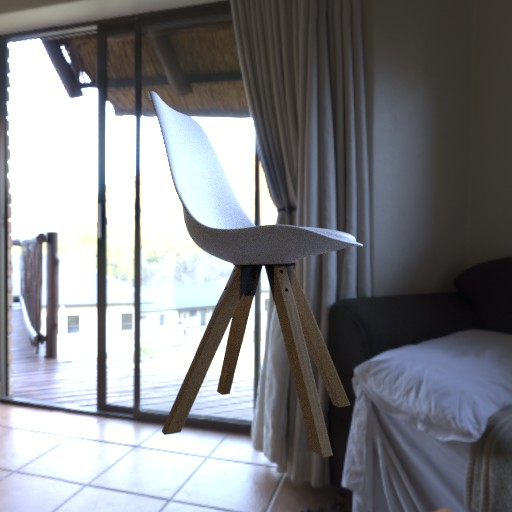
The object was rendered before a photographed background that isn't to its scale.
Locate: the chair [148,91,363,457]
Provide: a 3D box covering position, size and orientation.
[{"bbox_3d":[0.000,0.000,1.170,0.550,0.849,0.485,0,0,18],"label":"chair"}]
